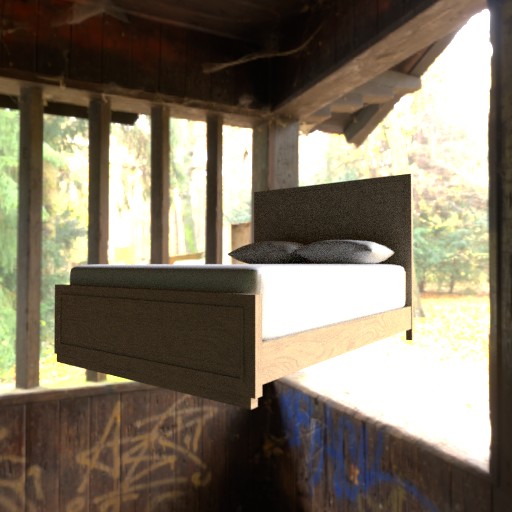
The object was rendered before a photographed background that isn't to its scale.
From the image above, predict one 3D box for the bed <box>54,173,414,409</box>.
[{"bbox_3d":[0.000,0.000,3.254,1.606,1.369,2.189,-1,-1,36],"label":"bed"}]
